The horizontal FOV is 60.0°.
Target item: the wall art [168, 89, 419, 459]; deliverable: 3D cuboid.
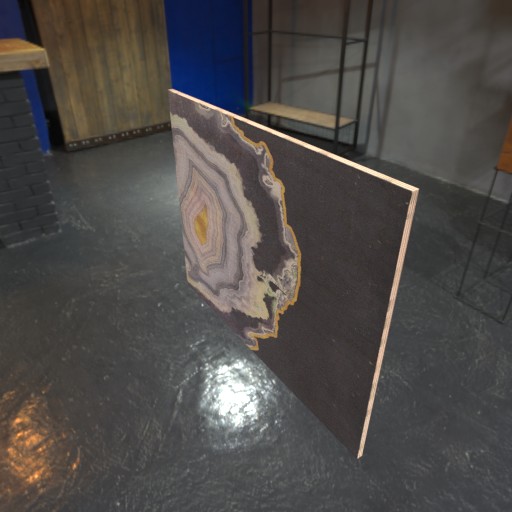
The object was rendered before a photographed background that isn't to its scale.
[{"bbox_3d":[0.000,0.000,0.690,0.010,0.408,0.508,-21,38,-29],"label":"wall art"}]
